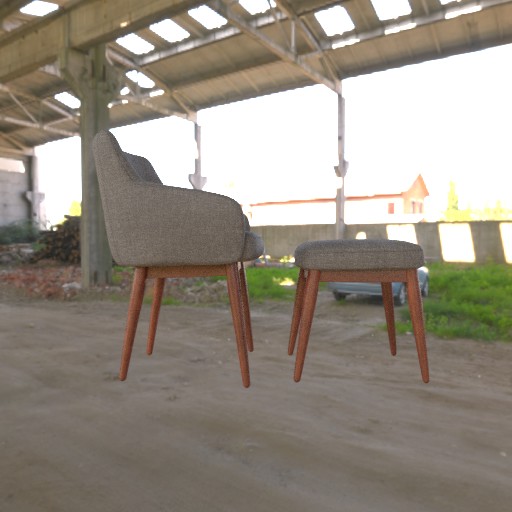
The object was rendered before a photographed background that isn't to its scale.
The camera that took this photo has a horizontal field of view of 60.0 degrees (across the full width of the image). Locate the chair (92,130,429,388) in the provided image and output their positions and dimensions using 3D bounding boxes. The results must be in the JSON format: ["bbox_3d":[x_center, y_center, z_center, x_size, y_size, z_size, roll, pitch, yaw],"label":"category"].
[{"bbox_3d":[0.000,0.000,1.582,1.107,0.799,0.584,0,1,1],"label":"chair"}]
